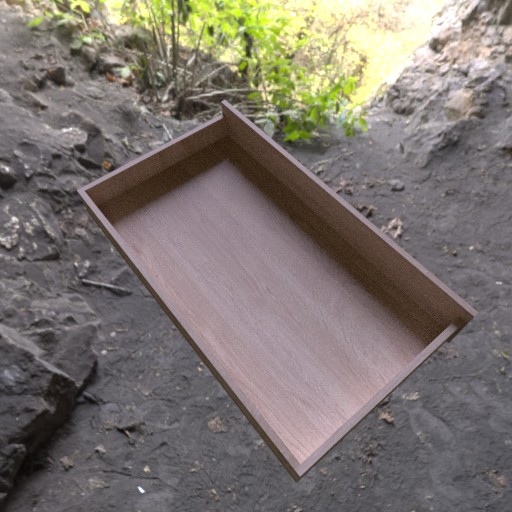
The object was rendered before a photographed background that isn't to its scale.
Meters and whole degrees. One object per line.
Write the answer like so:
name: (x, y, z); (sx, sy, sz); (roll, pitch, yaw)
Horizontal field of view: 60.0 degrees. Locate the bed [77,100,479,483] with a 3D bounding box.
bed: (0.000, 0.000, 1.489); (0.685, 0.209, 1.200); (-34, 63, -20)
